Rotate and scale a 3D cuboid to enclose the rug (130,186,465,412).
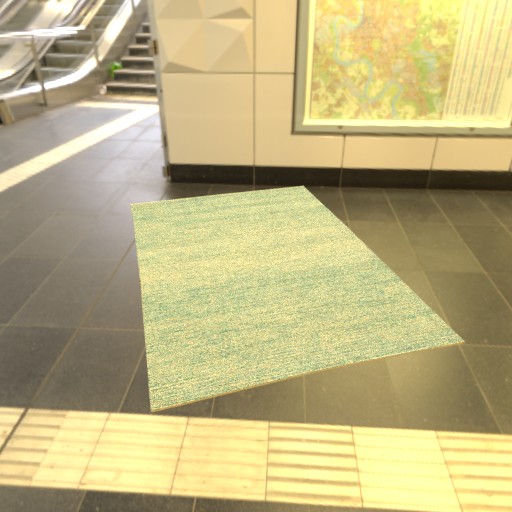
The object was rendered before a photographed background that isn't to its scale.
[{"bbox_3d":[0.000,0.000,3.039,1.593,0.029,2.305,-8,31,-14],"label":"rug"}]
